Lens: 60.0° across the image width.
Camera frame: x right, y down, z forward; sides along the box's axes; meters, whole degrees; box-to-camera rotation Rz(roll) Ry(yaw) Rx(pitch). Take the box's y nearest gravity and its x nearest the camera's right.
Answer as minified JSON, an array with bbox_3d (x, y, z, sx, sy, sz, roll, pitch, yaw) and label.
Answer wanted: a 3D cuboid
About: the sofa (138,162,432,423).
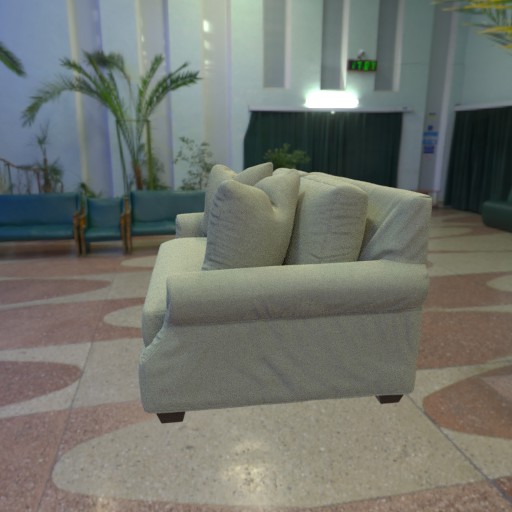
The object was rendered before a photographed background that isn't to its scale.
[{"bbox_3d":[0.000,0.000,2.239,1.070,0.905,1.550,-2,14,-8],"label":"sofa"}]
